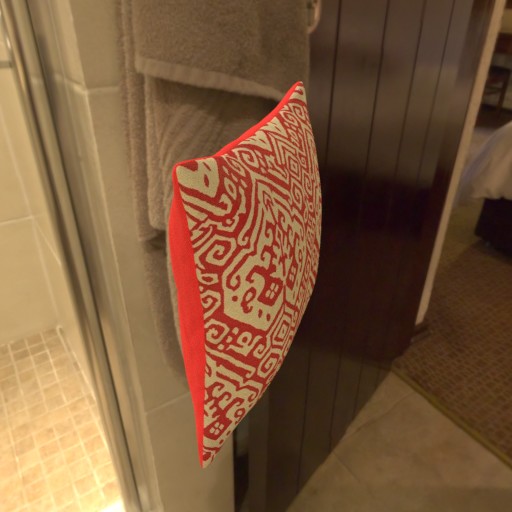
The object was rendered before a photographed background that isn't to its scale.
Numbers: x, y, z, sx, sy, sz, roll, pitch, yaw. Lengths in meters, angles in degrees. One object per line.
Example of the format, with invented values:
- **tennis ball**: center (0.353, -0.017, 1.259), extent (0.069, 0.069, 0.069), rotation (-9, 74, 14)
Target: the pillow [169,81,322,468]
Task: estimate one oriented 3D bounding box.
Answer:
- **pillow**: center (0.000, 0.000, 0.790), extent (0.192, 0.507, 0.522), rotation (10, 32, 16)
